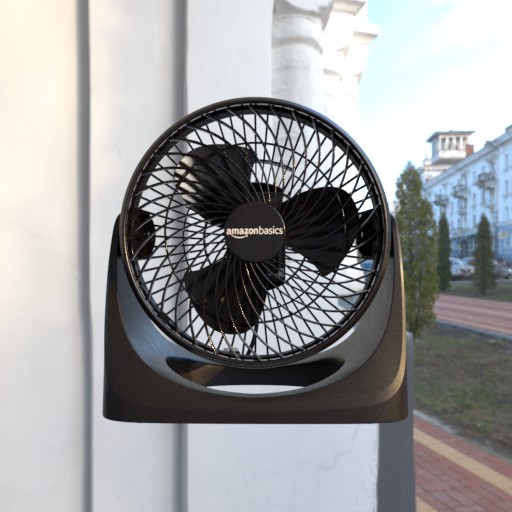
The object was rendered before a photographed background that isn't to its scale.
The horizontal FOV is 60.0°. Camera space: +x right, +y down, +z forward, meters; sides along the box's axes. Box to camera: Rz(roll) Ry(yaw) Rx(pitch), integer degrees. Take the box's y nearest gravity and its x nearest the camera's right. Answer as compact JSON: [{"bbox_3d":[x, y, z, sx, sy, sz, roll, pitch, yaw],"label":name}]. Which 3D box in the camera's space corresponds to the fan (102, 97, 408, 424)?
[{"bbox_3d":[0.000,0.000,0.488,0.273,0.277,0.256,0,0,1],"label":"fan"}]
